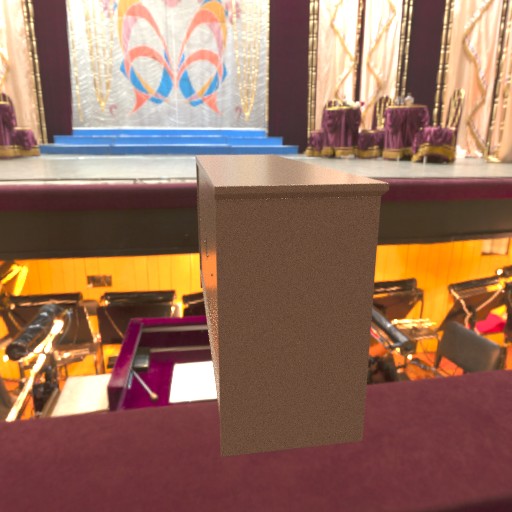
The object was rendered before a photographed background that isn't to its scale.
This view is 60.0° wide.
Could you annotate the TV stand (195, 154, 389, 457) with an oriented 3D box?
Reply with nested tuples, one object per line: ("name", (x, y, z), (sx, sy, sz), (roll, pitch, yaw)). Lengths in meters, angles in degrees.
("TV stand", (0.000, 0.000, 1.479), (0.344, 0.603, 1.167), (-2, 16, -9))
